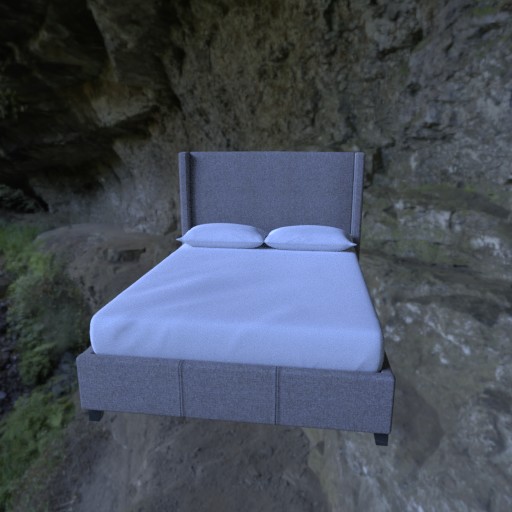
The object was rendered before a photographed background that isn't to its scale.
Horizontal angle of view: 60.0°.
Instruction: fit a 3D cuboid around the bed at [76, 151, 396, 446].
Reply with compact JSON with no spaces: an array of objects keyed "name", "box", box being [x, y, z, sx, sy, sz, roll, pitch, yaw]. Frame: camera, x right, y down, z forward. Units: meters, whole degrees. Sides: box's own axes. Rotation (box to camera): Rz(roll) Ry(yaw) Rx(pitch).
[{"name":"bed","box":[0.000,0.000,3.315,1.714,1.476,2.245,2,15,7]}]
